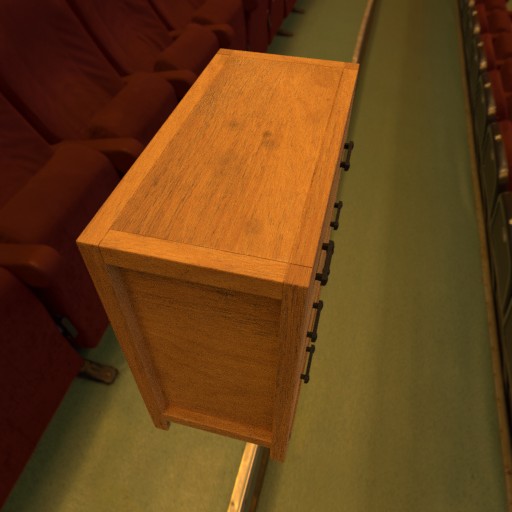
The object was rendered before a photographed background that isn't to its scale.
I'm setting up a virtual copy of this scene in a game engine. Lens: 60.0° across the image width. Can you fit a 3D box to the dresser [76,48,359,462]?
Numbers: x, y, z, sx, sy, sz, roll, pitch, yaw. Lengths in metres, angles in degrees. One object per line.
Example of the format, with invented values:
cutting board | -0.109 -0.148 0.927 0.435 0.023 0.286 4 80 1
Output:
dresser | 0.000 0.000 1.269 0.427 0.804 0.804 11 48 10
